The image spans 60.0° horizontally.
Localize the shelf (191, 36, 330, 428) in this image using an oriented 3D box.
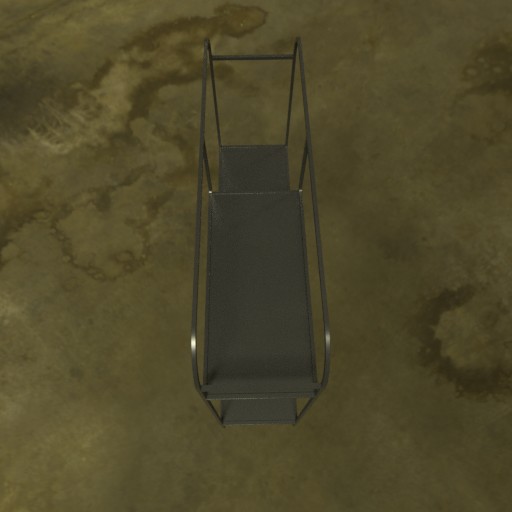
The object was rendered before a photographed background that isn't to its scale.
[{"bbox_3d":[0.000,0.000,0.889,0.160,0.600,0.600,-1,64,-1],"label":"shelf"}]
